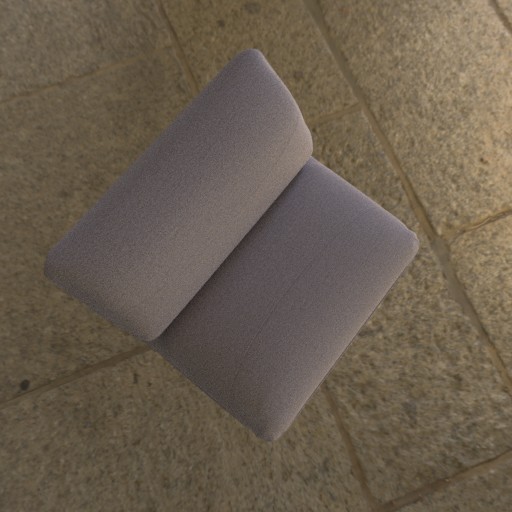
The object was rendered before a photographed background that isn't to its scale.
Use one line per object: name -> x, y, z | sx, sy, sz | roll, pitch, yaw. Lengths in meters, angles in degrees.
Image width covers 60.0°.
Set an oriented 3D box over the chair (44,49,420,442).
chair -> 0.000, 0.000, 1.329 | 0.780, 0.580, 0.820 | 38, 79, 9
